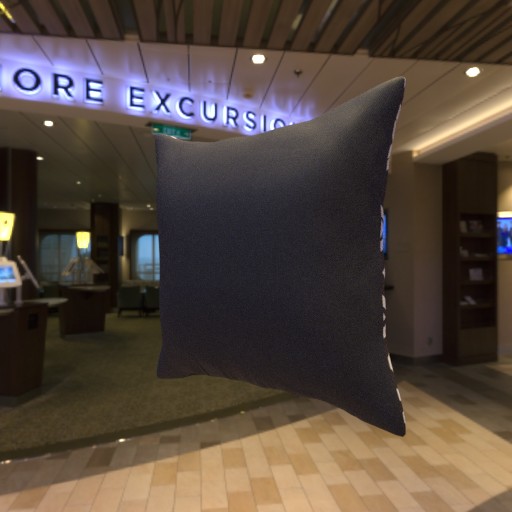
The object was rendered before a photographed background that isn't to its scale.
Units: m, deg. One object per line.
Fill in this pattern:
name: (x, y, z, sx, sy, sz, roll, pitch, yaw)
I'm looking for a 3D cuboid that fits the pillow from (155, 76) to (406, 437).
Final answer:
pillow: (0.000, 0.000, 0.752, 0.504, 0.494, 0.188, 0, 0, 36)
